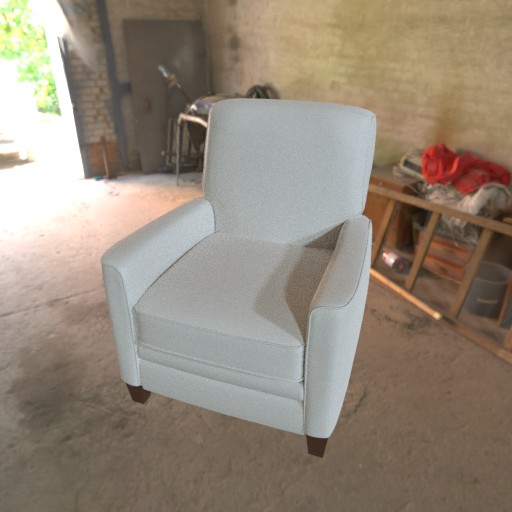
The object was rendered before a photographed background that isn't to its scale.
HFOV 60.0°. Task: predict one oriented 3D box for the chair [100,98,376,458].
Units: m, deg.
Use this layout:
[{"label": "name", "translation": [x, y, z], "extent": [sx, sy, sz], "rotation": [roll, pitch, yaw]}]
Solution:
[{"label": "chair", "translation": [0.000, 0.000, 1.677], "extent": [0.841, 1.028, 0.858], "rotation": [9, 29, 17]}]
